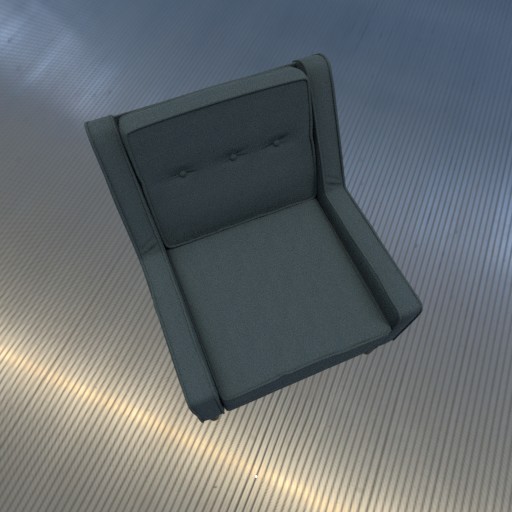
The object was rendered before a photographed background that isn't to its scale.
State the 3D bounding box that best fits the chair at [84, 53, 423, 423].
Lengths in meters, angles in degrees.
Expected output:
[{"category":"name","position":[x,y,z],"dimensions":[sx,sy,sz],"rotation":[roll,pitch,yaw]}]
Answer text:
[{"category":"chair","position":[0.000,0.000,1.318],"dimensions":[0.663,0.780,0.733],"rotation":[-20,65,-10]}]
